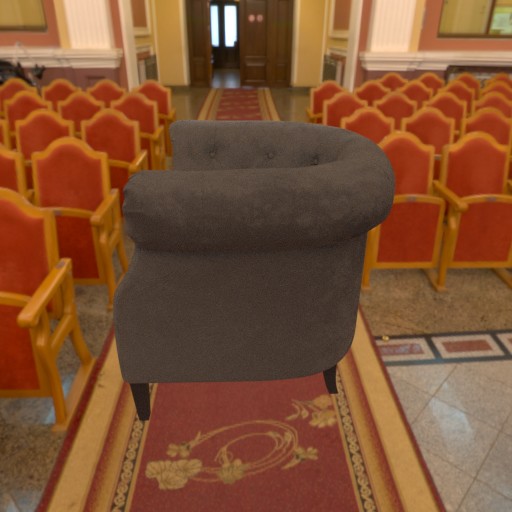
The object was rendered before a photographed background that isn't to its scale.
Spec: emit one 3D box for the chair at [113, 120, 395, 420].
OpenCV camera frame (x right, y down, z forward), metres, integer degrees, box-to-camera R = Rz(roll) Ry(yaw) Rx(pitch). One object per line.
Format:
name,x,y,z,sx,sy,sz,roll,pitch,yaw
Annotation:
chair,0.000,0.000,1.582,0.851,0.826,0.904,-1,27,-1
